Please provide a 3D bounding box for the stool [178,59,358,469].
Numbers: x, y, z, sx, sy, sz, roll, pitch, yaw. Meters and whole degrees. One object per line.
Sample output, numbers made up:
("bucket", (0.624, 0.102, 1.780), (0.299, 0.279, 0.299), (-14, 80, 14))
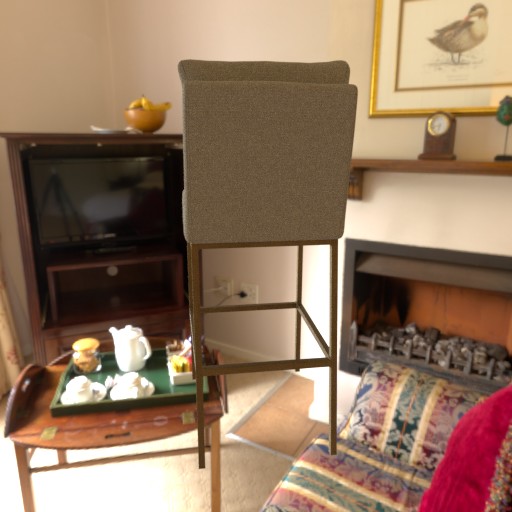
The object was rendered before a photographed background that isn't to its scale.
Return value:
("stool", (0.000, 0.000, 1.440), (0.463, 1.132, 0.569), (-2, 14, -8))
